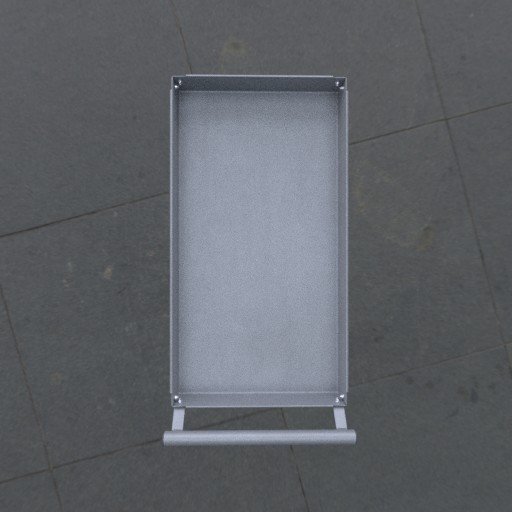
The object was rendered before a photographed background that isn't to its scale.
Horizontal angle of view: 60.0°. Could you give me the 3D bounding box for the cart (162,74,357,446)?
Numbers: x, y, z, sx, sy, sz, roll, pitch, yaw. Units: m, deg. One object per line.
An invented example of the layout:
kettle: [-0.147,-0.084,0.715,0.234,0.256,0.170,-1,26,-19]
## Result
cart: [0.000,0.000,1.220,0.366,0.780,0.719,0,90,-1]
